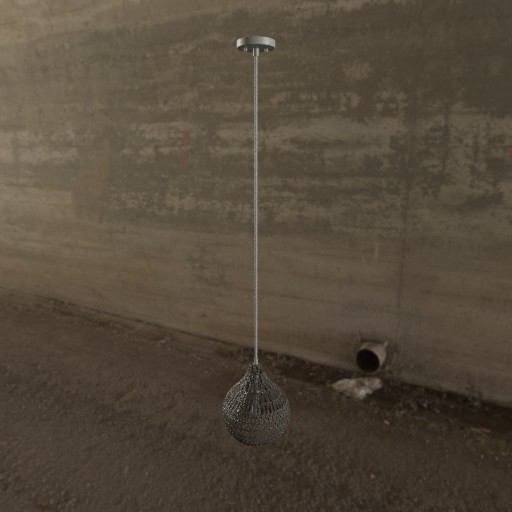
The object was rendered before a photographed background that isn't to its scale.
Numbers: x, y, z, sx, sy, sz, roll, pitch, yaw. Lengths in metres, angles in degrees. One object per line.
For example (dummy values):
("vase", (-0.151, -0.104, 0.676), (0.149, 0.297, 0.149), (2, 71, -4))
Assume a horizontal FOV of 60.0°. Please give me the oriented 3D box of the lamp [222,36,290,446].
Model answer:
("lamp", (0.000, 0.000, 2.145), (0.355, 1.919, 0.355), (-2, 13, -9))
